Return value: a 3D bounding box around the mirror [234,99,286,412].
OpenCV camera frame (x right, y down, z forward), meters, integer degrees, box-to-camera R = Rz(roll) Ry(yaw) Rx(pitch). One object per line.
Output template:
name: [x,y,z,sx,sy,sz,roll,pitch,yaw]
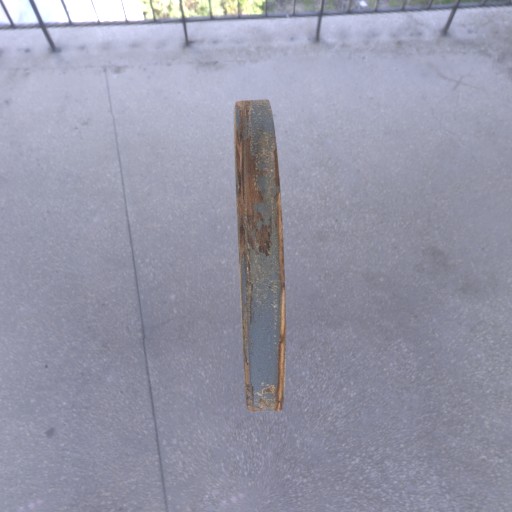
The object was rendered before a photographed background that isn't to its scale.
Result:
mirror: [0.000,0.000,0.881,0.061,0.585,0.585,-2,60,-1]
